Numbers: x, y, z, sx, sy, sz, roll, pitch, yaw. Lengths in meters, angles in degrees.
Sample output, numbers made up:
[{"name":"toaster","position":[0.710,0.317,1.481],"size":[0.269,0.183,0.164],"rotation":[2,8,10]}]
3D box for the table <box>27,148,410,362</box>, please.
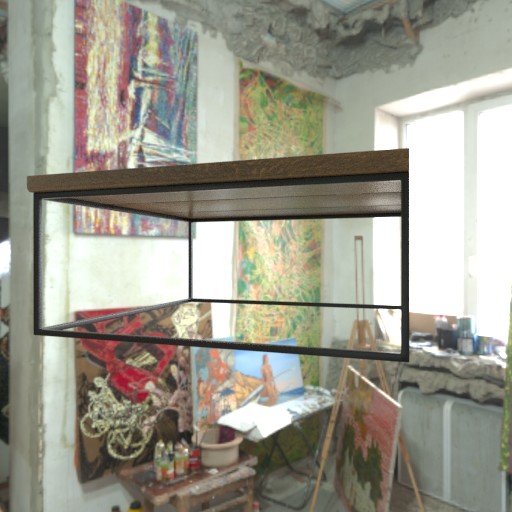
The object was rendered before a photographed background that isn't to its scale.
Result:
[{"name":"table","position":[0.000,0.000,1.385],"size":[0.900,0.400,0.900],"rotation":[0,0,19]}]
